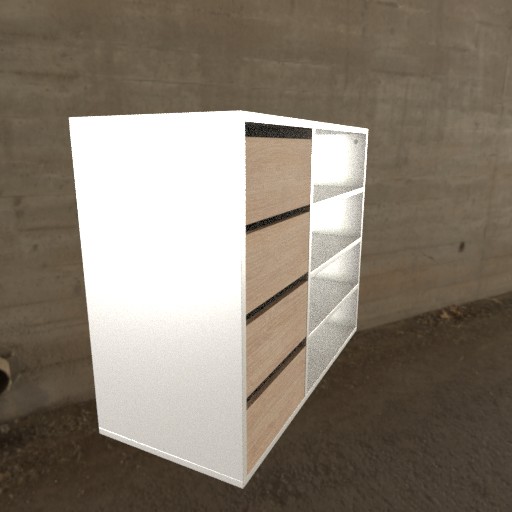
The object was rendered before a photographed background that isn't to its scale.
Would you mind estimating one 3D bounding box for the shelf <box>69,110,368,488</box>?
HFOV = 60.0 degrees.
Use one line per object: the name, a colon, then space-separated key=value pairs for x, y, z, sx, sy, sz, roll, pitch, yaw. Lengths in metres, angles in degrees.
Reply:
shelf: x=0.000 y=0.000 z=1.286 sx=0.396 sy=0.732 sz=0.895 roll=7 pitch=16 yaw=26
